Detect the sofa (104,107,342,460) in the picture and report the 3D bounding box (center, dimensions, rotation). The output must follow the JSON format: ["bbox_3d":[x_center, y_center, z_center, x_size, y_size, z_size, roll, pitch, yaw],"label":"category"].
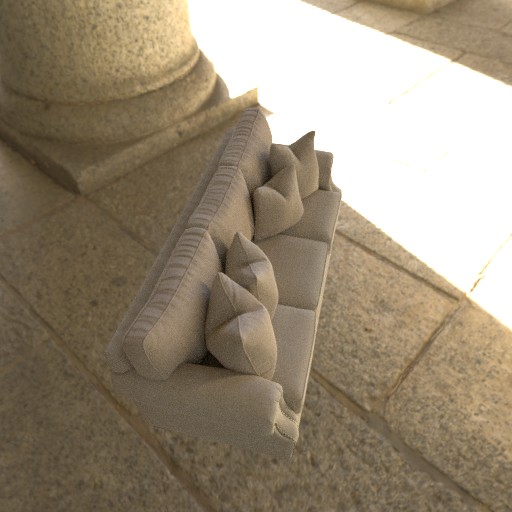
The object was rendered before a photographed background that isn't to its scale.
[{"bbox_3d":[0.000,0.000,2.925,0.965,0.975,2.312,10,47,10],"label":"sofa"}]
